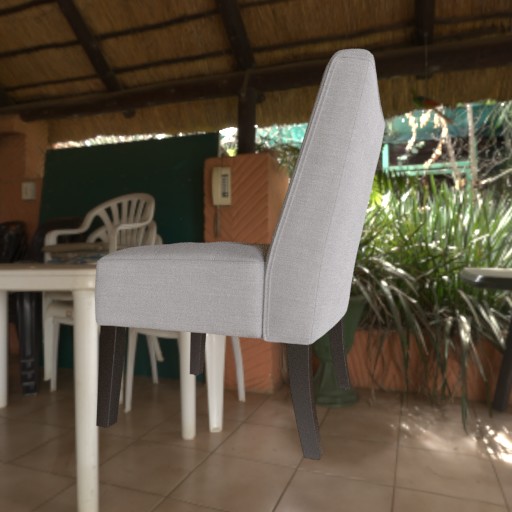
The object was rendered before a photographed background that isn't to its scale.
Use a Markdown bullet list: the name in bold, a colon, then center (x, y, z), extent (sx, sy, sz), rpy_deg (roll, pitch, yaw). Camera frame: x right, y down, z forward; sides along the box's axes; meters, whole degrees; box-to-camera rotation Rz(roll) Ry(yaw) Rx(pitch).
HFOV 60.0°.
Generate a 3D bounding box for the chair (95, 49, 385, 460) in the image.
- **chair**: center (0.000, 0.000, 1.246), extent (0.676, 0.853, 0.569), rpy_deg (0, 0, 19)
